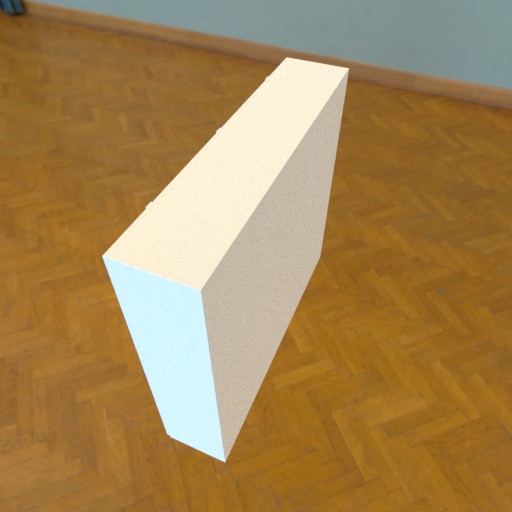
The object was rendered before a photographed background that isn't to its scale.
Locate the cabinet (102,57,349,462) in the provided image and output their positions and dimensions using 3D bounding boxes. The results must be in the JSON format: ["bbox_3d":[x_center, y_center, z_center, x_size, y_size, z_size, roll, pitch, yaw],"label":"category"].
[{"bbox_3d":[0.000,0.000,3.936,0.590,2.370,2.700,18,49,16],"label":"cabinet"}]
